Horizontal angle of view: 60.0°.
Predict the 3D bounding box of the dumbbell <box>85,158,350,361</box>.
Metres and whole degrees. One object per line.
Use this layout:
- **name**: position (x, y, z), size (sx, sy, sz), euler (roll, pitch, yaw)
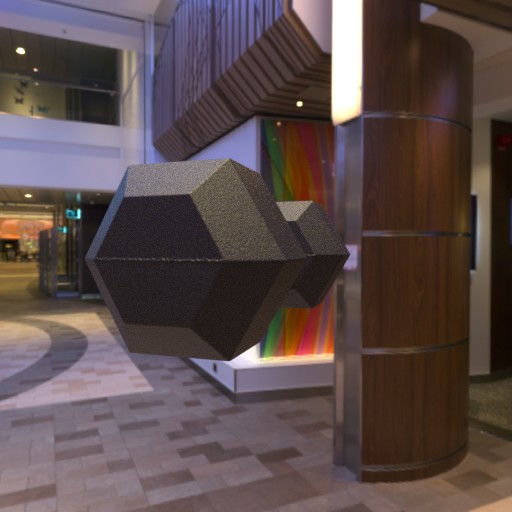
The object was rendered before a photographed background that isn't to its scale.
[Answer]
- **dumbbell**: position (0.000, 0.000, 0.422), size (0.141, 0.123, 0.356), euler (0, 1, 19)
